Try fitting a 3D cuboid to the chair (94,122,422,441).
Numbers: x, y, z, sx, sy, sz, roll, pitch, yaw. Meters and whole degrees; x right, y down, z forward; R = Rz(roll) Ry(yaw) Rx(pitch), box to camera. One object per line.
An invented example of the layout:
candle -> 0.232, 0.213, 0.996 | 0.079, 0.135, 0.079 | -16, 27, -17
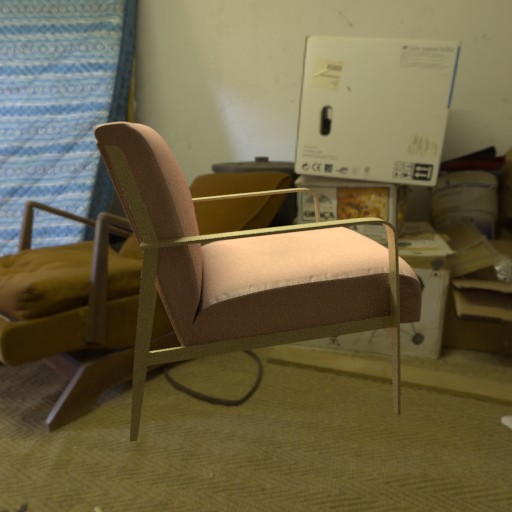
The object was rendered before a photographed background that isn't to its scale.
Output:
chair -> 0.000, 0.000, 1.441 | 0.848, 0.823, 0.701 | -3, 15, -9
